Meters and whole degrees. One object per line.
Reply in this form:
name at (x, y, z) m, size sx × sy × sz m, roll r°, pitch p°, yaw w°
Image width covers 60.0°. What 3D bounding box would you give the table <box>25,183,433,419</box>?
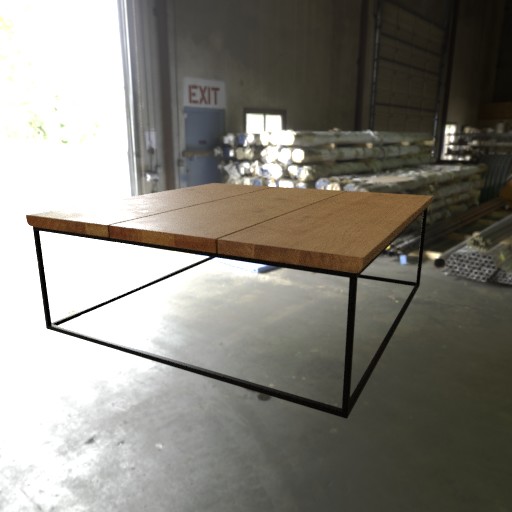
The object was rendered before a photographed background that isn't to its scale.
table at (0.000, 0.000, 1.700) m, size 1.100 × 0.400 × 1.100 m, roll 8°, pitch 17°, yaw 27°
